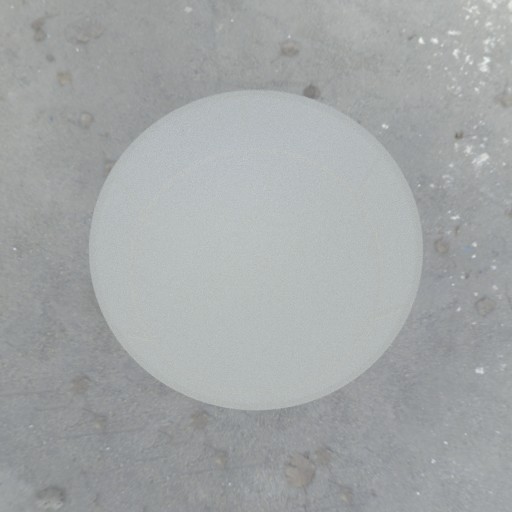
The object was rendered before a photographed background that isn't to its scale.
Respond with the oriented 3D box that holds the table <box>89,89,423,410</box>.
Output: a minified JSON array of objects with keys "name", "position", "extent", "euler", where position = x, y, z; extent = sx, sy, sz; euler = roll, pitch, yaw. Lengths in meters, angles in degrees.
[{"name":"table","position":[0.000,0.000,1.444],"extent":[0.914,0.470,0.914],"euler":[0,76,0]}]
